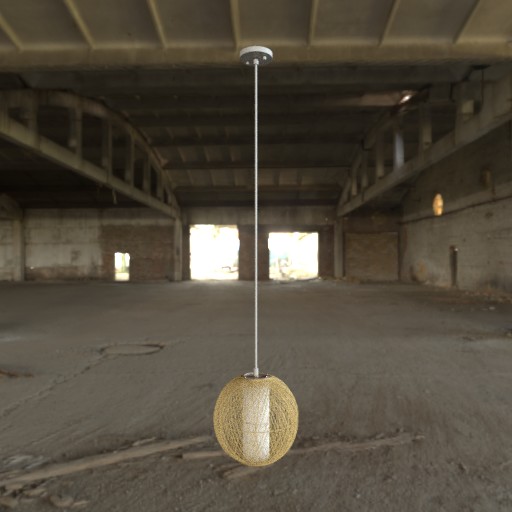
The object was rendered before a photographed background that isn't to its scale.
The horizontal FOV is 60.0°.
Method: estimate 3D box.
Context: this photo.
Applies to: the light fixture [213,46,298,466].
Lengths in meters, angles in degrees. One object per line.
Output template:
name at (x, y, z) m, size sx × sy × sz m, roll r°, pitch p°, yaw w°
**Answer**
light fixture at (0.000, 0.000, 2.138) m, size 0.407 × 1.955 × 0.406 m, roll 0°, pitch 0°, yaw 1°
